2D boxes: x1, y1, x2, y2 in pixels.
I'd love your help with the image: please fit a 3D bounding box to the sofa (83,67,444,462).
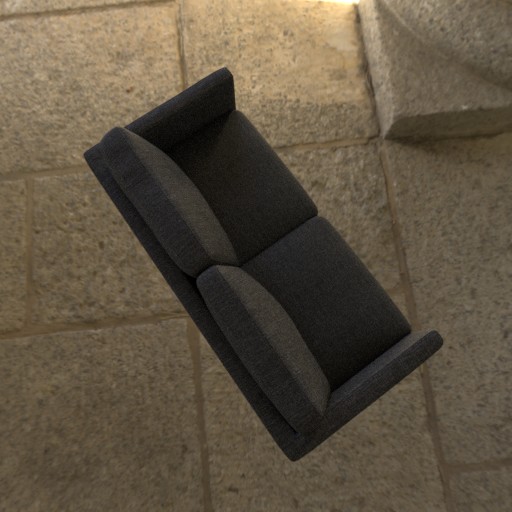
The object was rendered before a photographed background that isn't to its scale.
[{"bbox_3d":[0.000,0.000,2.477,0.950,0.963,1.884,-35,79,-8],"label":"sofa"}]
